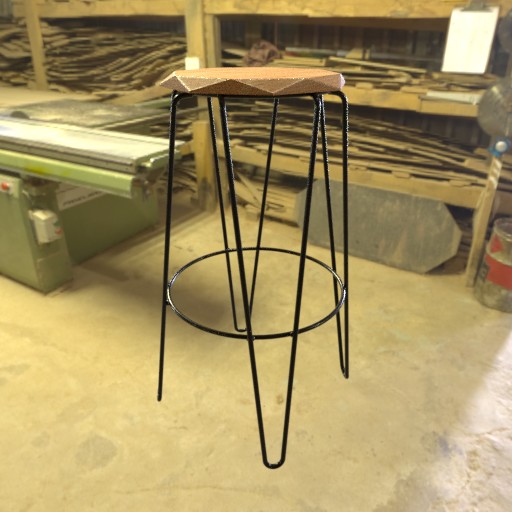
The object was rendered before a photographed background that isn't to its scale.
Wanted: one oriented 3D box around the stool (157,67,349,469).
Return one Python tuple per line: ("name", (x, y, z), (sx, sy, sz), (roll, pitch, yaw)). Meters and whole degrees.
("stool", (0.000, 0.000, 0.794), (0.326, 0.610, 0.326), (18, 31, 32))
